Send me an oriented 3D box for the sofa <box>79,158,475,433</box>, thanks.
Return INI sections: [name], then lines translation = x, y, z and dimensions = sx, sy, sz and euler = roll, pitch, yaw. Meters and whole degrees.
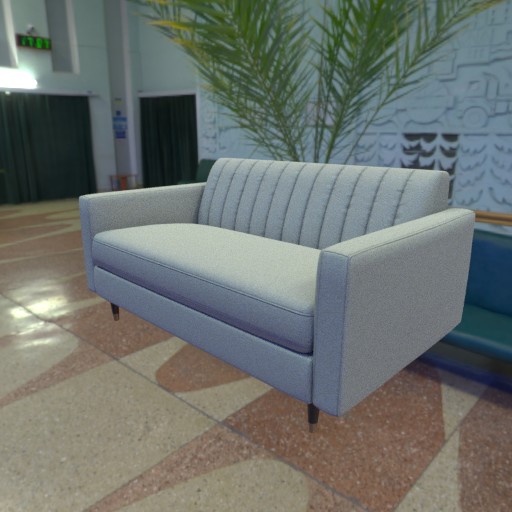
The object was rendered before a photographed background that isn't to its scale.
[sofa]
translation = 0.000, 0.000, 2.040
dimensions = 1.585, 0.801, 0.950
euler = 15, 21, 42
